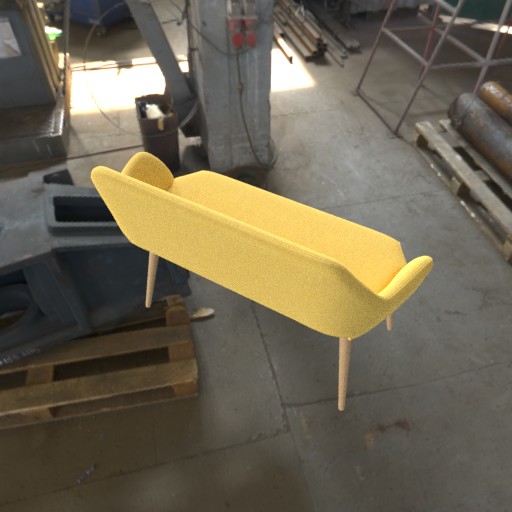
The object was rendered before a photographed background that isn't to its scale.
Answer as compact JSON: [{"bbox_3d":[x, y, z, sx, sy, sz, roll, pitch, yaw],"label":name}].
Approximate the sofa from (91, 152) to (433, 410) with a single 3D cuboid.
[{"bbox_3d":[0.000,0.000,1.634,1.150,0.840,0.610,23,50,21],"label":"sofa"}]
